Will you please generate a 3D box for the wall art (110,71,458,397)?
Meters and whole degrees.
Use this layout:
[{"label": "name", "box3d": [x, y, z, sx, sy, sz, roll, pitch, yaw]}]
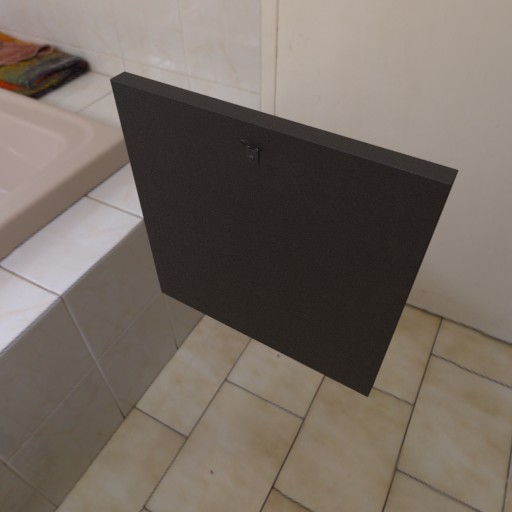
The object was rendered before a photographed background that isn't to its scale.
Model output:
[{"label": "wall art", "box3d": [0.000, 0.000, 0.525, 0.349, 0.349, 0.038, 23, 51, 21]}]
